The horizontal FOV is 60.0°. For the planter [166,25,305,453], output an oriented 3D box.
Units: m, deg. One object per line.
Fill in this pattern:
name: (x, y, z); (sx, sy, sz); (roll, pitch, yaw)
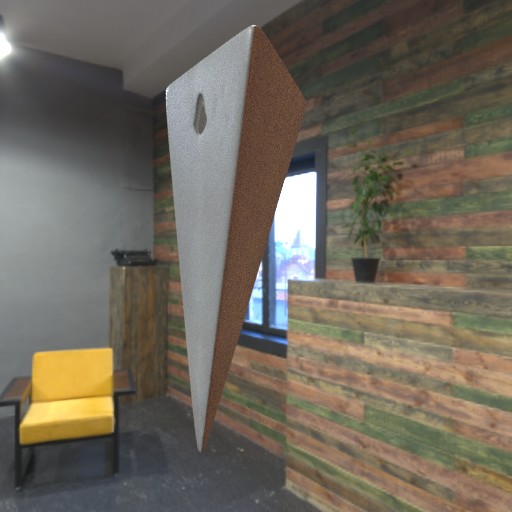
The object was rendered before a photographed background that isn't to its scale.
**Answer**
planter: (0.000, 0.000, 0.160); (0.047, 0.130, 0.058); (0, -1, -36)
